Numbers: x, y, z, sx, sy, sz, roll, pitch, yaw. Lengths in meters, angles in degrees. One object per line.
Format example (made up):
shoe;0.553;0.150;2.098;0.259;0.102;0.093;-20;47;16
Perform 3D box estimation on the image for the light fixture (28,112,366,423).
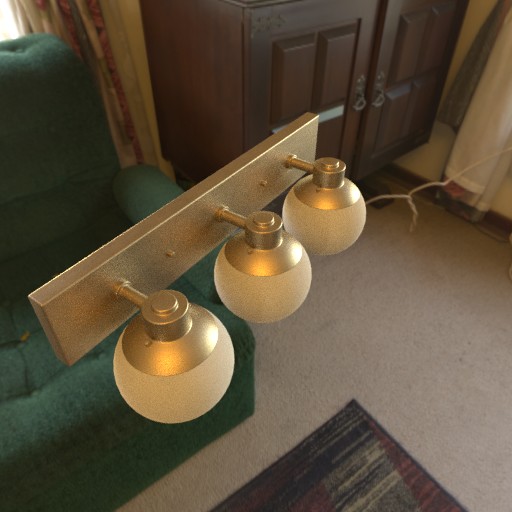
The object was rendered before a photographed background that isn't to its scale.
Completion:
light fixture;0.000;0.000;0.835;0.218;0.263;0.721;25;46;26
